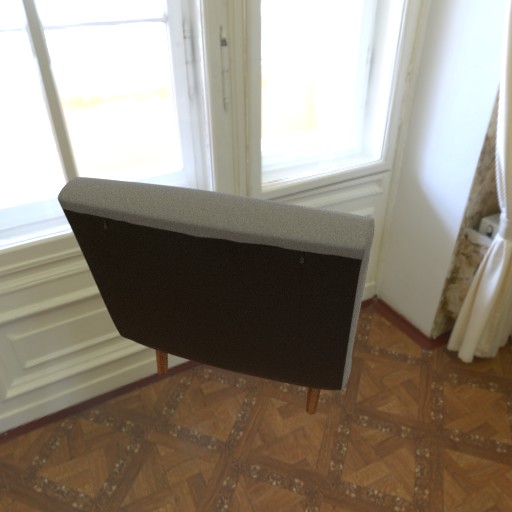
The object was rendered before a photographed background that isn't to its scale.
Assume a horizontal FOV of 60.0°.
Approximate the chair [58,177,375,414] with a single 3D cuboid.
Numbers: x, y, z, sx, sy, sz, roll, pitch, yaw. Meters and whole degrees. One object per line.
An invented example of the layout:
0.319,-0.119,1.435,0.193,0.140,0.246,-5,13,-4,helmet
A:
0.000,0.000,1.552,0.770,0.808,0.902,10,35,15,chair
